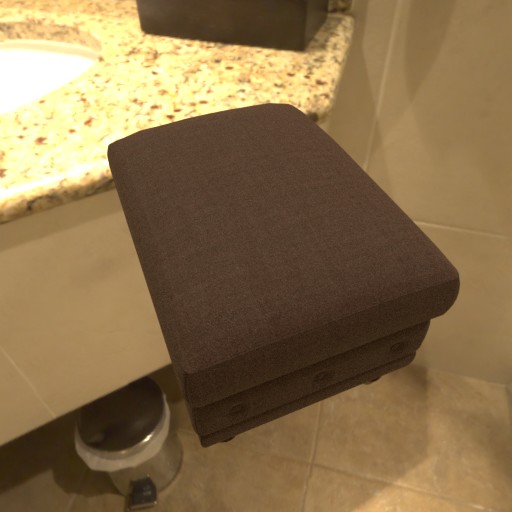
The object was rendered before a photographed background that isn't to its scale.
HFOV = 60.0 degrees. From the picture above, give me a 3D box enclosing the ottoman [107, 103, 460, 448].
[{"bbox_3d":[0.000,0.000,1.198,0.599,0.555,0.809,-16,48,-16],"label":"ottoman"}]
